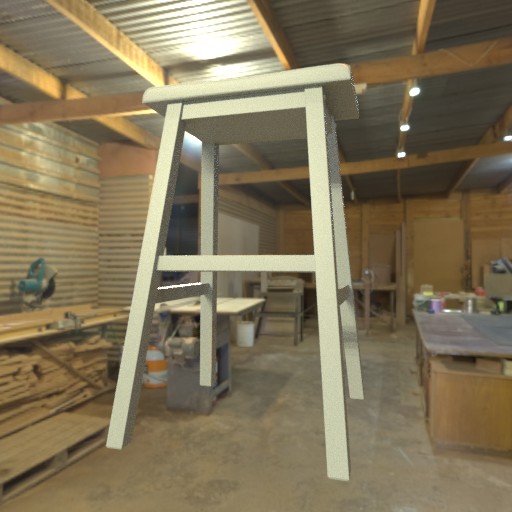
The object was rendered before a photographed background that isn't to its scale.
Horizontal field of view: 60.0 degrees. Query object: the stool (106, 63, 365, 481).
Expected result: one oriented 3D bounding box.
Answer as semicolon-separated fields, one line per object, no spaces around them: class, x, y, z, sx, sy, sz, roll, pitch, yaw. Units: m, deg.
stool;0.000;0.000;1.015;0.457;0.737;0.476;0;-1;17
